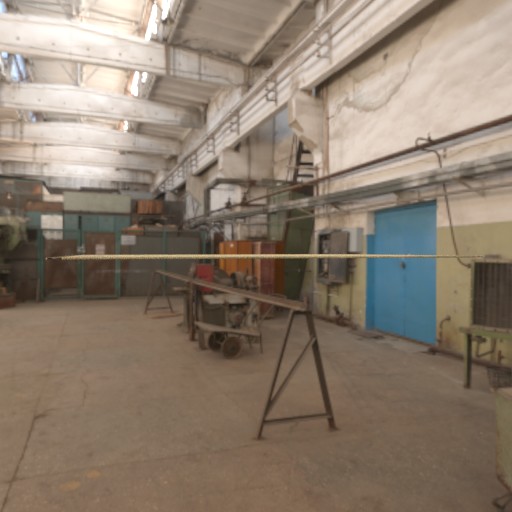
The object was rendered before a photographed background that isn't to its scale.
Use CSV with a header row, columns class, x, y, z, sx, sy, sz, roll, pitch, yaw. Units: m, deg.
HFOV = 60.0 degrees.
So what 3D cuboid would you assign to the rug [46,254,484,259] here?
class,x,y,z,sx,sy,sz,roll,pitch,yaw
rug,0.000,0.000,3.033,2.435,0.010,1.544,0,1,-18
